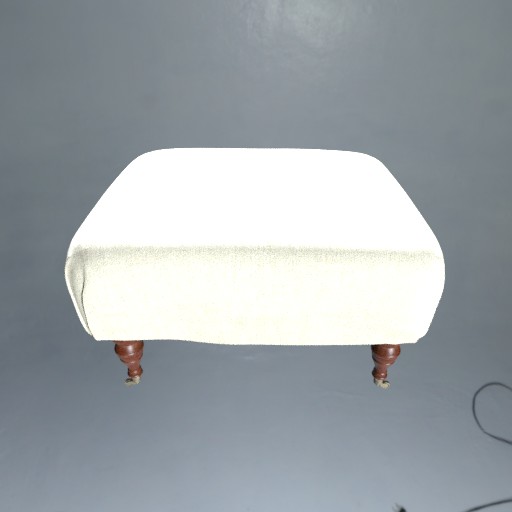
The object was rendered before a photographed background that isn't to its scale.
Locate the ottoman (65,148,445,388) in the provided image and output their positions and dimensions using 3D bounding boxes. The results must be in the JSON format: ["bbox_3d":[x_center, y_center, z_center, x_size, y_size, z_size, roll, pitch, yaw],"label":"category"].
[{"bbox_3d":[0.000,0.000,1.129,0.747,0.450,0.622,0,30,1],"label":"ottoman"}]
